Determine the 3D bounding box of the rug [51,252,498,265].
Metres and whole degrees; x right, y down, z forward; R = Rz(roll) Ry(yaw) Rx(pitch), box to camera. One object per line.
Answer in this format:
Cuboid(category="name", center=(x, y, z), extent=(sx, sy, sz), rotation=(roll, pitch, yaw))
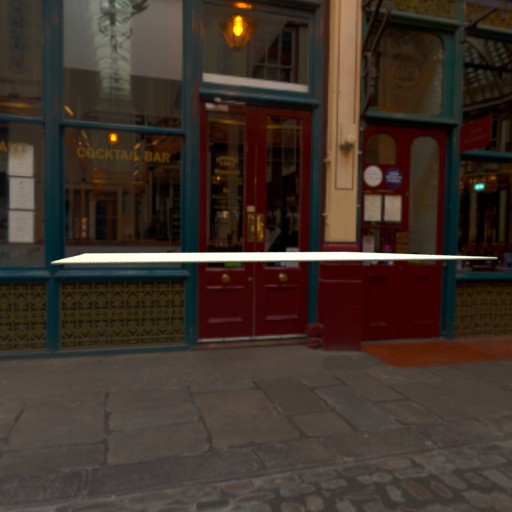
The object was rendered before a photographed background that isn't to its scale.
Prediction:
Cuboid(category="rug", center=(0.000, 0.000, 4.168), extent=(3.204, 0.016, 2.452), rotation=(0, 2, -16))
